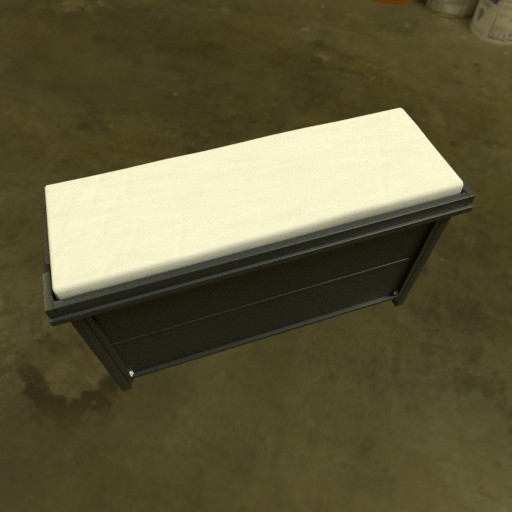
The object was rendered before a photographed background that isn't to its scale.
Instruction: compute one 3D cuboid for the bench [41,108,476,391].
[{"bbox_3d":[0.000,0.000,1.235,0.973,0.561,0.345,-15,56,-10],"label":"bench"}]
